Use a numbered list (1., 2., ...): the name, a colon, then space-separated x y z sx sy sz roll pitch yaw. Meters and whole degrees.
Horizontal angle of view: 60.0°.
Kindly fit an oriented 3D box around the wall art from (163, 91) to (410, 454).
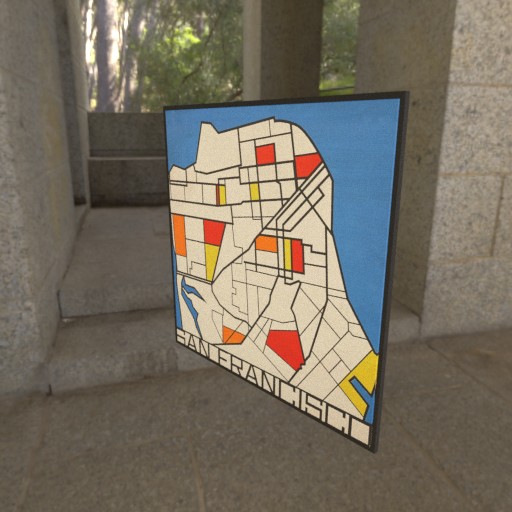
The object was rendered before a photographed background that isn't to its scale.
1. wall art: 0.000 0.000 0.999 0.015 0.663 0.664 -15 22 -43
